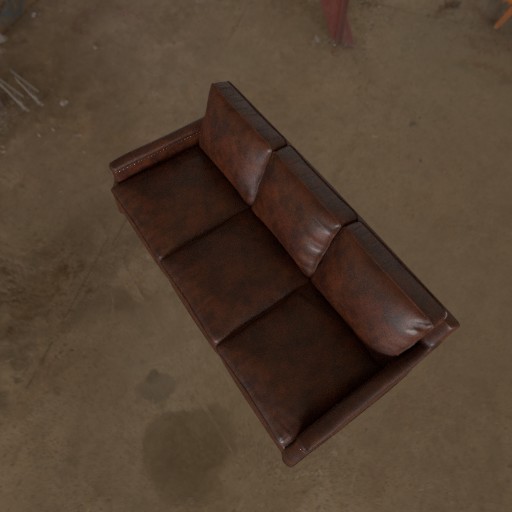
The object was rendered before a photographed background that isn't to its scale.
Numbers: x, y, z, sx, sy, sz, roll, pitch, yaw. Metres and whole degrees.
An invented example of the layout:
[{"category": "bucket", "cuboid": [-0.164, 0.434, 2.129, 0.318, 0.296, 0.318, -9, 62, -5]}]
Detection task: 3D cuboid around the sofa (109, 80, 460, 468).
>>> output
[{"category": "sofa", "cuboid": [0.000, 0.000, 2.845, 1.084, 1.003, 2.240, -31, 66, -15]}]
